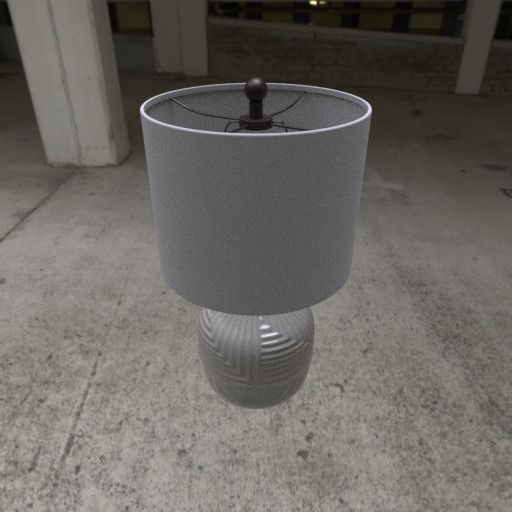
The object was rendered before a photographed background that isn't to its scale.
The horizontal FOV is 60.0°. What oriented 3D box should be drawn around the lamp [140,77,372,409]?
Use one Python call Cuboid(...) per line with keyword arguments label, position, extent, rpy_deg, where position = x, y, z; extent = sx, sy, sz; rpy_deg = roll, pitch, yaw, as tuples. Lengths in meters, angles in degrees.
Cuboid(label="lamp", position=(0.000, 0.000, 0.749), extent=(0.318, 0.567, 0.318), rpy_deg=(0, 31, 0))
